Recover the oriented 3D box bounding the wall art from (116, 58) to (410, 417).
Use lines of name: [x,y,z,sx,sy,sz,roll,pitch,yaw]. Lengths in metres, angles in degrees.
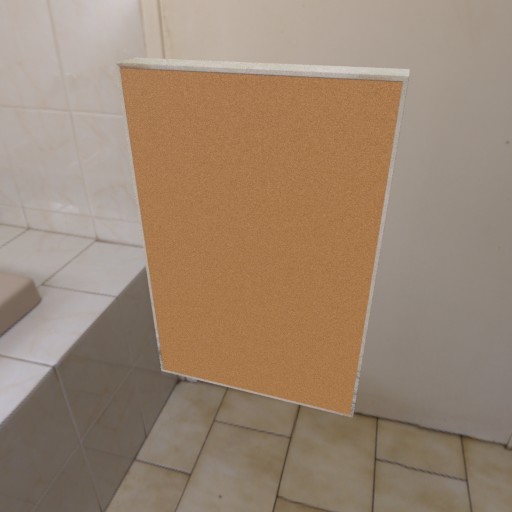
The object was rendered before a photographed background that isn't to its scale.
wall art: [0.000,0.000,0.479,0.254,0.381,0.038,9,32,15]
